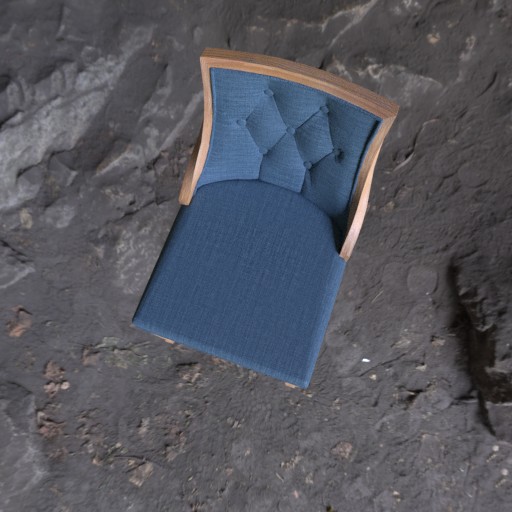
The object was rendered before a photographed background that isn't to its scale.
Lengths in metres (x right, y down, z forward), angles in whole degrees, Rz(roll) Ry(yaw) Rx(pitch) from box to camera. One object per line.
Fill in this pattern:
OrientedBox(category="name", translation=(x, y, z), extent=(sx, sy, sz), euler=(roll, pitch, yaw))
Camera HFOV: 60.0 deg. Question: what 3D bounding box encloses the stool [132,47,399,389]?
OrientedBox(category="stool", translation=(0.000, 0.000, 1.317), extent=(0.524, 0.938, 0.626), euler=(19, 75, 5))
